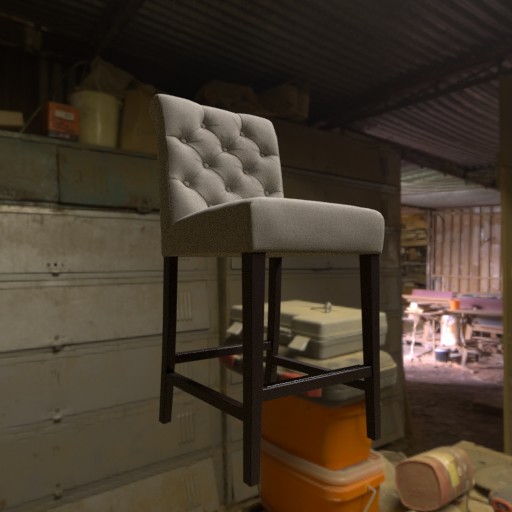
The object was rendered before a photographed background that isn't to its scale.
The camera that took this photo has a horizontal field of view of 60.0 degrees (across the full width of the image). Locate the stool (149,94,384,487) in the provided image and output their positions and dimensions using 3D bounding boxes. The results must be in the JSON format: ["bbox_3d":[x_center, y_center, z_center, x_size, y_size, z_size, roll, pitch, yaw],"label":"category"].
[{"bbox_3d":[0.000,0.000,1.350,0.493,1.040,0.601,1,-1,-36],"label":"stool"}]
